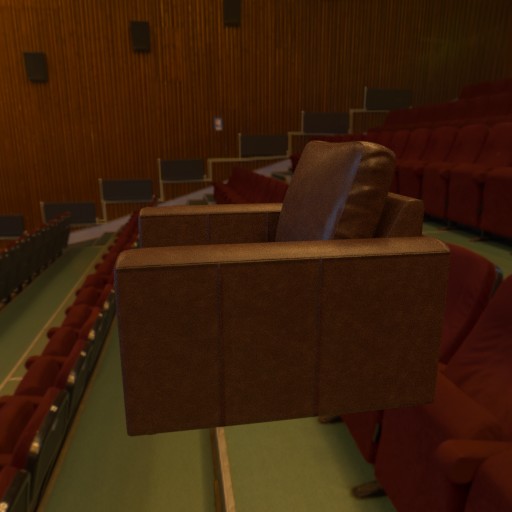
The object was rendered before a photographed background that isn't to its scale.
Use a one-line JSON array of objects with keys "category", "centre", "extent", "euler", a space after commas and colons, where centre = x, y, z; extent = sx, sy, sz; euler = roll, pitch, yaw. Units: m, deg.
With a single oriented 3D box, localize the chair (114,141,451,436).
[{"category": "chair", "centre": [0.000, 0.000, 1.737], "extent": [1.016, 0.873, 1.005], "euler": [-3, 15, -10]}]
